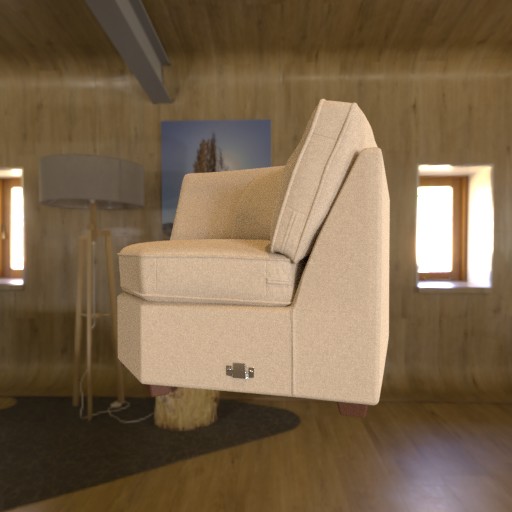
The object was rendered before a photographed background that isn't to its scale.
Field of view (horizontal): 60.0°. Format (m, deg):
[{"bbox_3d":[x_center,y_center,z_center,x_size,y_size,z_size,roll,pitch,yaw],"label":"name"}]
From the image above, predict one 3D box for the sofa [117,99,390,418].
[{"bbox_3d":[0.000,0.000,1.853,1.050,0.937,1.042,0,1,18],"label":"sofa"}]
